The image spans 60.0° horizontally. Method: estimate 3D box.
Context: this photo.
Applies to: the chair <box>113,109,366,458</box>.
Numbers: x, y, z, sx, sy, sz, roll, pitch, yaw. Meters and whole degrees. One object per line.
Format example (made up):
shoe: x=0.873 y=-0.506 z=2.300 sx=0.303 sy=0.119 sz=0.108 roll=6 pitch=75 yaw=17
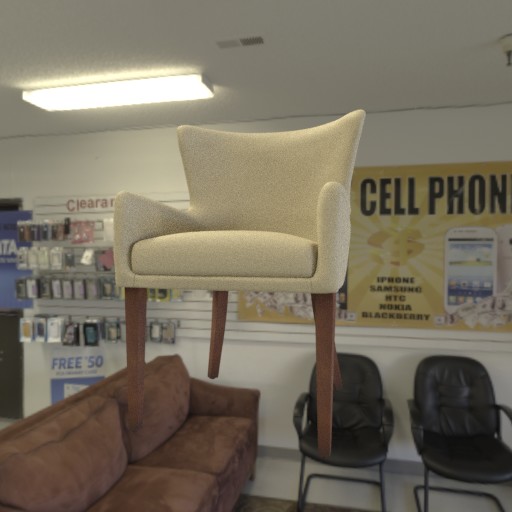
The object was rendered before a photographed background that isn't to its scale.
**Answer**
chair: x=0.000 y=0.000 z=1.406 sx=0.660 sy=0.952 sz=0.686 roll=0 pitch=1 yaw=17
